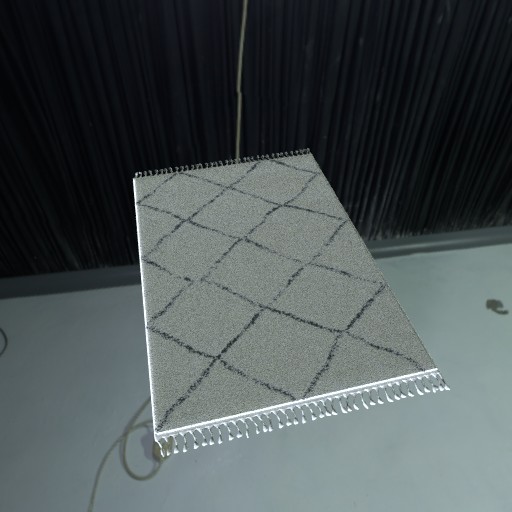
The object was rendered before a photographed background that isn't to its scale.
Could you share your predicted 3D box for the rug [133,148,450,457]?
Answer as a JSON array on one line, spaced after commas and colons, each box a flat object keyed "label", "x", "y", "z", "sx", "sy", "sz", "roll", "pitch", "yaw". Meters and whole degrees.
[{"label": "rug", "x": 0.000, "y": 0.000, "z": 2.923, "sx": 1.494, "sy": 0.031, "sz": 2.307, "roll": -10, "pitch": 47, "yaw": -9}]
